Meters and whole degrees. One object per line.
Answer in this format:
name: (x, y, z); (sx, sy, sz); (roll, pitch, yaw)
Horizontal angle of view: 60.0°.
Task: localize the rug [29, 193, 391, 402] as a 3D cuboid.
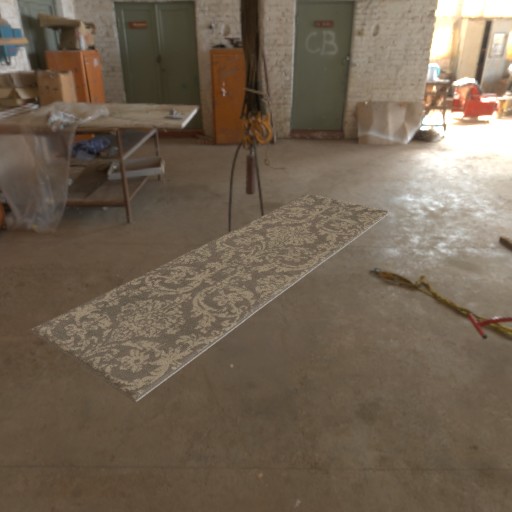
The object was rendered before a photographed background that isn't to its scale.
rug: (0.000, 0.000, 2.409); (0.662, 0.011, 2.196); (18, 32, 33)
